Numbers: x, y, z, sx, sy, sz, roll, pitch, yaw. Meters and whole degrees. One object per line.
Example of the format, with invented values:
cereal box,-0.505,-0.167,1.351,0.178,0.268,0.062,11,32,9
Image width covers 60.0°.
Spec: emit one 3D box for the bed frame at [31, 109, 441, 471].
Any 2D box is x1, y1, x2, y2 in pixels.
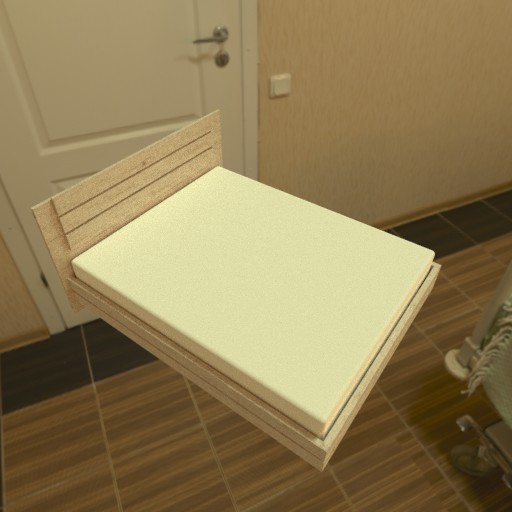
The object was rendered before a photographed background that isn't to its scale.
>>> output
bed frame,0.000,0.000,3.044,2.080,0.970,1.750,26,48,26
